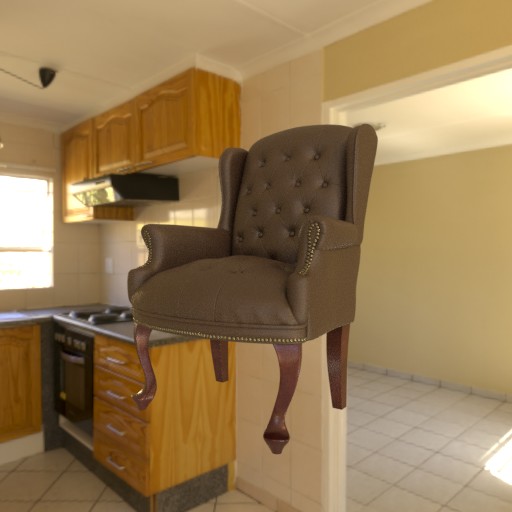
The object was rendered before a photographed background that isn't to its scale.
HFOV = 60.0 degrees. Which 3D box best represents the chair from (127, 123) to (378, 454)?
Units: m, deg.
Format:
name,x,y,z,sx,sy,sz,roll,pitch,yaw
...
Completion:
name,x,y,z,sx,sy,sz,roll,pitch,yaw
chair,0.000,0.000,1.712,0.829,1.132,0.819,0,1,36
